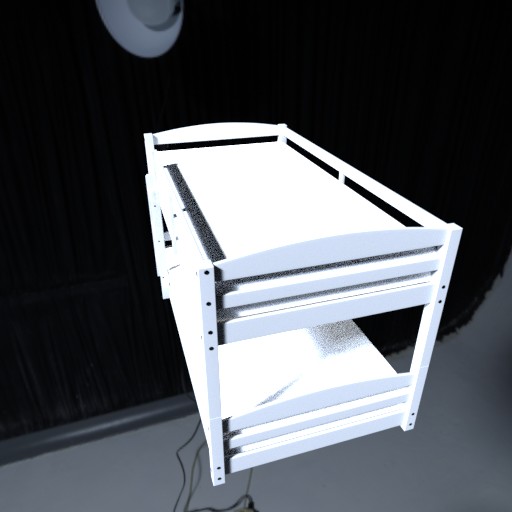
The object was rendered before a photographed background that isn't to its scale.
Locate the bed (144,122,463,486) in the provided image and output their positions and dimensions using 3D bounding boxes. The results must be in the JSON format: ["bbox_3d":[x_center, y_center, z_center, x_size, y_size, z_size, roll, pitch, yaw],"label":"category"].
[{"bbox_3d":[0.000,0.000,2.736,1.105,1.206,2.013,-9,30,-15],"label":"bed"}]
